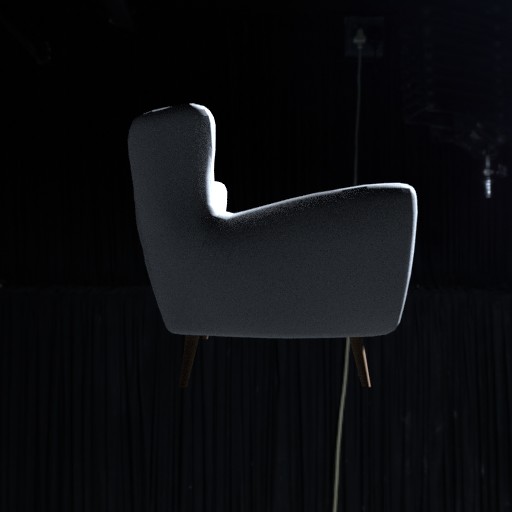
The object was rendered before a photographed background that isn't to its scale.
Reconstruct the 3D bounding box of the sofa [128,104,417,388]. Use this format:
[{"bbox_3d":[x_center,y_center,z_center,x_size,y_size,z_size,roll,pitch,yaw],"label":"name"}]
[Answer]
[{"bbox_3d":[0.000,0.000,1.946,0.921,0.878,1.424,0,-1,-2],"label":"sofa"}]
